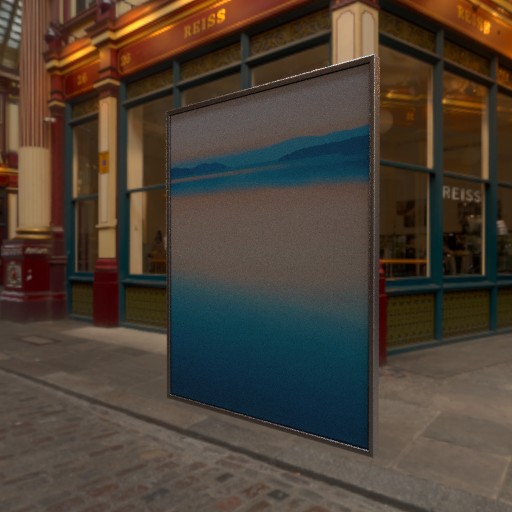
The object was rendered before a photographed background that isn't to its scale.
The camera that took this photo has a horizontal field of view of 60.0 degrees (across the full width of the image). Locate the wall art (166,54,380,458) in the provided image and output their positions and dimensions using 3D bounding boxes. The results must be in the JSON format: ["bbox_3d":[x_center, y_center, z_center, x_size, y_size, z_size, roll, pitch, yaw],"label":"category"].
[{"bbox_3d":[0.000,0.000,1.417,0.801,1.062,0.037,1,1,37],"label":"wall art"}]
